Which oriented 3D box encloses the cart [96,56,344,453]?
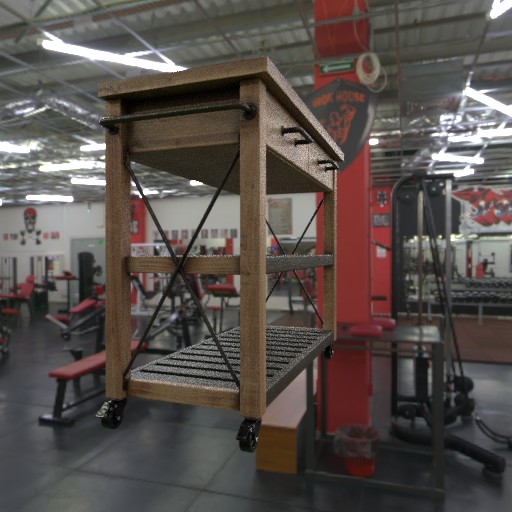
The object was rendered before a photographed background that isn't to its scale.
[{"bbox_3d":[0.000,0.000,0.958,0.298,0.554,0.686,0,1,20],"label":"cart"}]
